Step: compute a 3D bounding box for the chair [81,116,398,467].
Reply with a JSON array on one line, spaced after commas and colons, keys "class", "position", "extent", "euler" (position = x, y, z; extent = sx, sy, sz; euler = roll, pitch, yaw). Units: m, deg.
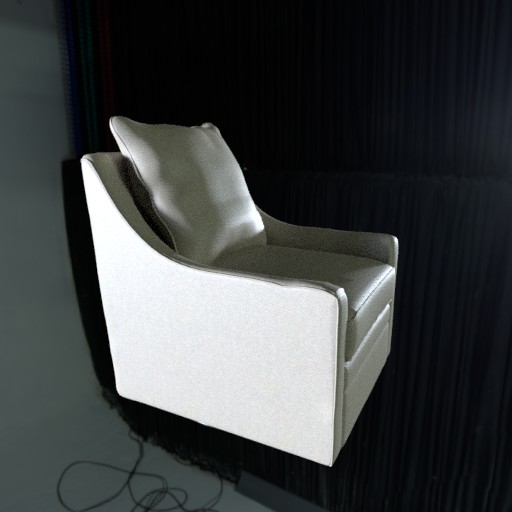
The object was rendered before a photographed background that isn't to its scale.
[{"class": "chair", "position": [0.000, 0.000, 1.575], "extent": [0.876, 0.942, 0.760], "euler": [7, 16, 27]}]
